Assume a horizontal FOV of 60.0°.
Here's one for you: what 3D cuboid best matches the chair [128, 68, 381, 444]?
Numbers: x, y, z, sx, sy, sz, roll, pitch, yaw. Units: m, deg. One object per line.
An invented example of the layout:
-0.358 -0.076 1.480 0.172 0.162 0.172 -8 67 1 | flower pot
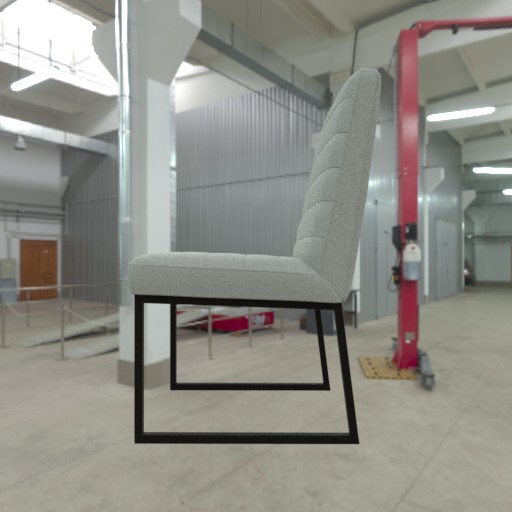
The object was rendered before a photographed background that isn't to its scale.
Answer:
0.000 0.000 1.325 0.634 0.930 0.520 0 0 0 | chair
